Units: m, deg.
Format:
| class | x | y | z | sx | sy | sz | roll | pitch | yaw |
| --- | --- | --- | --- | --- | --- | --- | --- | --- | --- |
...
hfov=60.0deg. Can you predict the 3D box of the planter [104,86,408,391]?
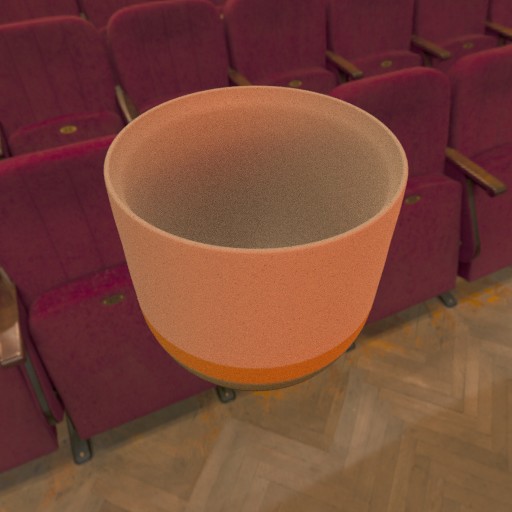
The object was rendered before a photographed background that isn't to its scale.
| class | x | y | z | sx | sy | sz | roll | pitch | yaw |
| --- | --- | --- | --- | --- | --- | --- | --- | --- | --- |
| planter | 0.000 | 0.000 | 0.491 | 0.268 | 0.270 | 0.268 | 0 | 45 | 0 |
